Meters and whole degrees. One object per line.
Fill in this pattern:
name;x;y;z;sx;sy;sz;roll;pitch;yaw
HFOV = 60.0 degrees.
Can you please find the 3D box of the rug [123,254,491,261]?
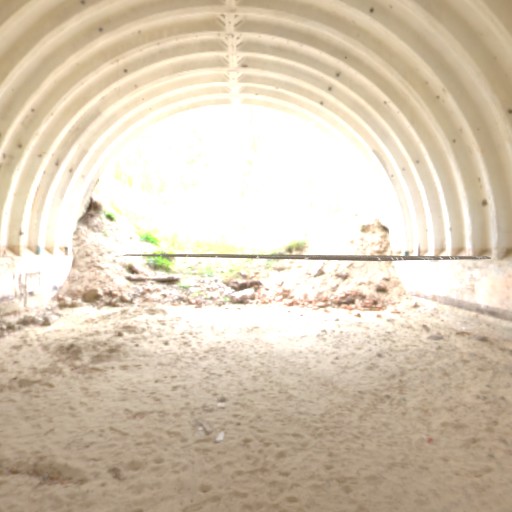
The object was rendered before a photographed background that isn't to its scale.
rug;0.000;0.000;2.724;0.773;0.012;2.464;0;1;-37
